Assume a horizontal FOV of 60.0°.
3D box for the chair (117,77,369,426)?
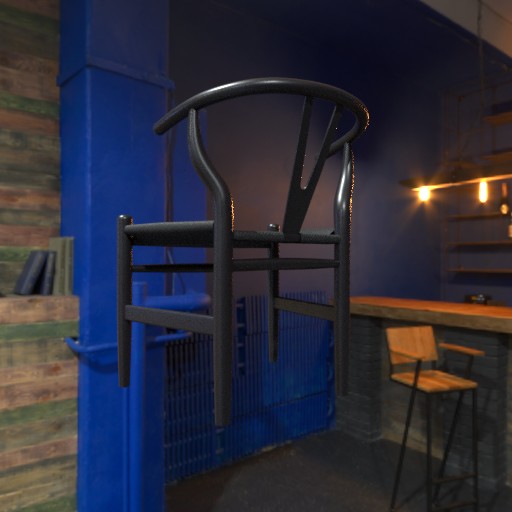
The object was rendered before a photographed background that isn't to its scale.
[{"bbox_3d":[0.000,0.000,1.179,0.569,0.730,0.579,0,-1,-35],"label":"chair"}]
